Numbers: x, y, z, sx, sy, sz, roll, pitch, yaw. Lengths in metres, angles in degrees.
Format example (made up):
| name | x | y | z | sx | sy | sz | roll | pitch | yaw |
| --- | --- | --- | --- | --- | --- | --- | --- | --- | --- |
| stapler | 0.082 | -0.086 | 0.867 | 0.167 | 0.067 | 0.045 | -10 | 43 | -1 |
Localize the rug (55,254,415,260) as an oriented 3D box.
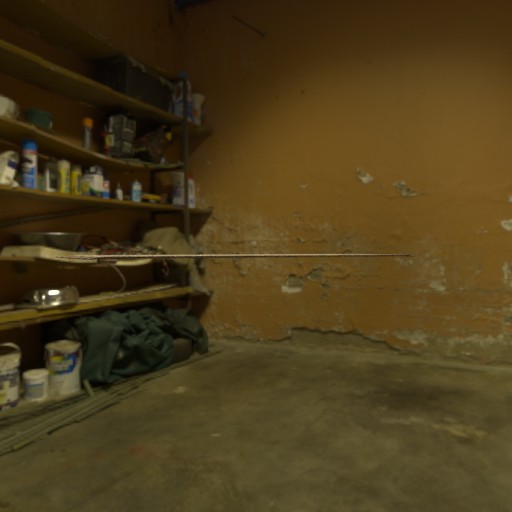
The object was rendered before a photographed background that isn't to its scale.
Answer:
| name | x | y | z | sx | sy | sz | roll | pitch | yaw |
| --- | --- | --- | --- | --- | --- | --- | --- | --- | --- |
| rug | 0.000 | 0.000 | 2.856 | 2.378 | 0.018 | 1.324 | 0 | 1 | -17 |
